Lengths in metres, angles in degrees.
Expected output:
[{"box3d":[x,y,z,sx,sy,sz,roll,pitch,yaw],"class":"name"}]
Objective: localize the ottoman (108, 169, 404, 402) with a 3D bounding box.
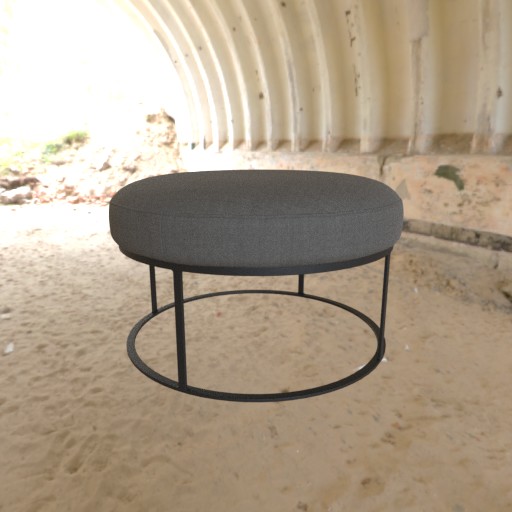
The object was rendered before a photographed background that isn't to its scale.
[{"box3d":[0.000,0.000,1.243,0.772,0.460,0.772,0,14,0],"class":"ottoman"}]
